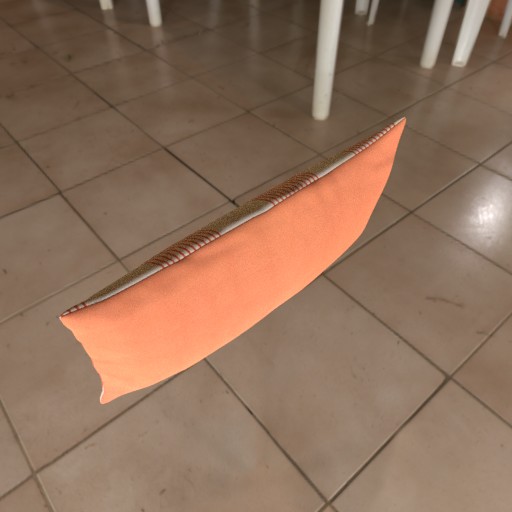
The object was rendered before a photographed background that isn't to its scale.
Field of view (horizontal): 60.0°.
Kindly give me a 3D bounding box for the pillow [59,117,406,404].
[{"bbox_3d":[0.000,0.000,0.718,0.608,0.292,0.156,-33,55,-27],"label":"pillow"}]
